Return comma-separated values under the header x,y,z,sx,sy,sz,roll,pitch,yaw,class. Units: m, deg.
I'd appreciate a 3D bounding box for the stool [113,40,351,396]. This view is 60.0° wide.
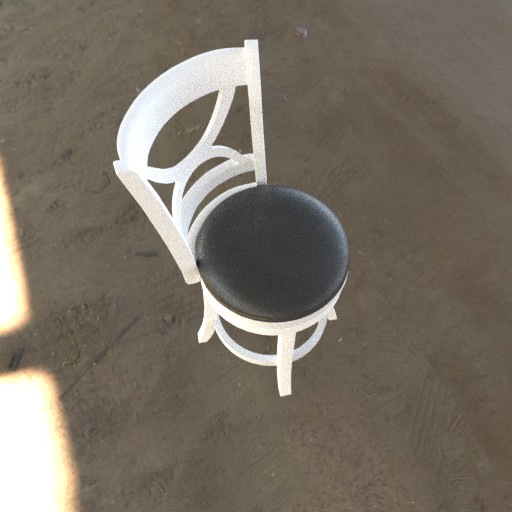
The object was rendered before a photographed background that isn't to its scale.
x,y,z,sx,sy,sz,roll,pitch,yaw,class
0.000,0.000,1.234,0.508,0.953,0.444,30,64,16,stool
